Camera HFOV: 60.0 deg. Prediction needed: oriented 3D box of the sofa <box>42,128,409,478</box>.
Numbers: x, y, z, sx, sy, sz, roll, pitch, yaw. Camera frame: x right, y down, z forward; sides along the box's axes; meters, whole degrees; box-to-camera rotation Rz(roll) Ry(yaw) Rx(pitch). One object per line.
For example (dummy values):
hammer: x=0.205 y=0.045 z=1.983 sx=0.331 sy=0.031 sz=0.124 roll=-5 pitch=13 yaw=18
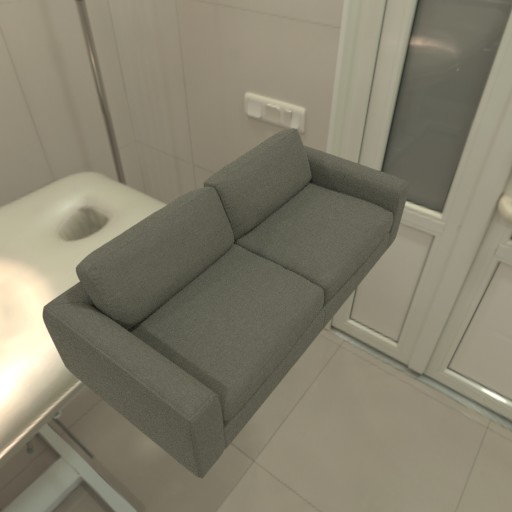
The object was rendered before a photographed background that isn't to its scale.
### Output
sofa: x=0.000 y=0.000 z=2.755 sx=1.070 sy=0.801 sz=2.262 roll=27 pitch=48 yaw=27
